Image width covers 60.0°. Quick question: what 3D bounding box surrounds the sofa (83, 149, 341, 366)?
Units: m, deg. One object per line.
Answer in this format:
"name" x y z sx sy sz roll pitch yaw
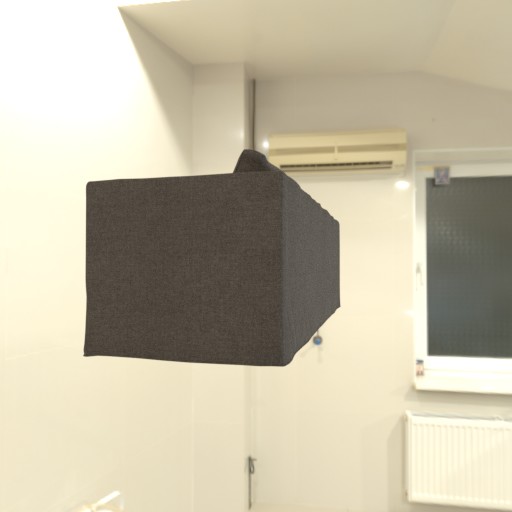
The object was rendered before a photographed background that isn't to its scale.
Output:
"sofa" 0.000 0.000 3.343 1.036 0.998 2.779 0 -1 16
